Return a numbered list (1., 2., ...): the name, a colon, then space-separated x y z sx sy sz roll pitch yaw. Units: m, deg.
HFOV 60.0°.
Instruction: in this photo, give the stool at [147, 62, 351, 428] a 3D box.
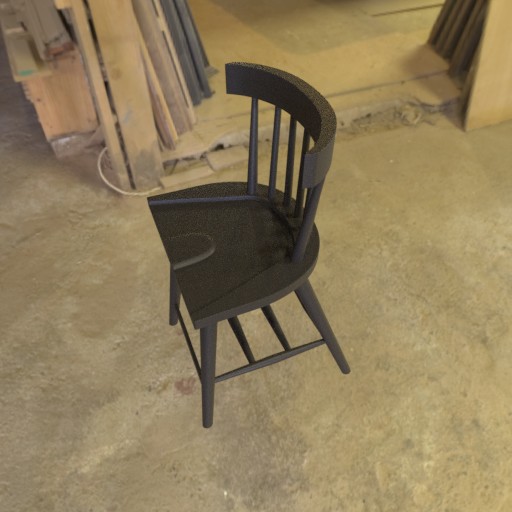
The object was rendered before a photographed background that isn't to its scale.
1. stool: 0.000 0.000 1.310 0.549 0.953 0.494 -16 48 -15
